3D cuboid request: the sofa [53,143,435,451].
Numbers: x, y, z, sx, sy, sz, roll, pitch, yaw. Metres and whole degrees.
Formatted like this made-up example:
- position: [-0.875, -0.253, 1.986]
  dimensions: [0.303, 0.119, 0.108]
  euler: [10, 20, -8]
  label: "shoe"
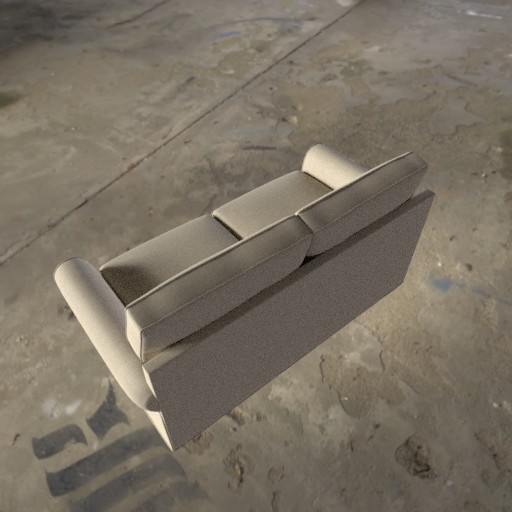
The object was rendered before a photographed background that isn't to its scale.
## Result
- position: [0.000, 0.000, 2.290]
  dimensions: [1.774, 0.933, 0.861]
  euler: [-30, 53, -26]
  label: "sofa"
